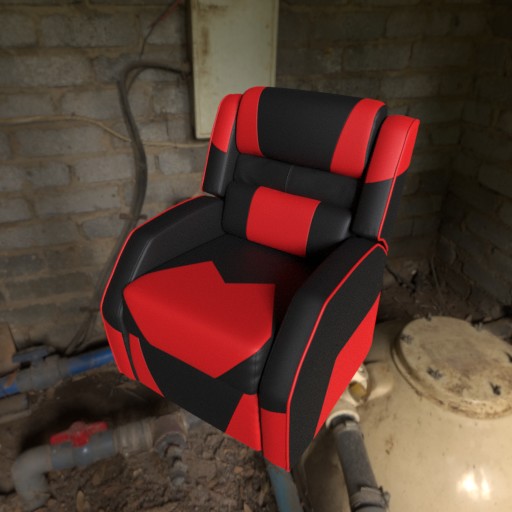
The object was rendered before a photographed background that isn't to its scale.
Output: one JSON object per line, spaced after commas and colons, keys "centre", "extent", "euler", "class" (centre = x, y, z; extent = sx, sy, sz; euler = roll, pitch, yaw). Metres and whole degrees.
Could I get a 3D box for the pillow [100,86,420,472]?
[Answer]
{"centre": [0.000, 0.000, 1.265], "extent": [0.620, 0.805, 0.672], "euler": [19, 36, 28], "class": "pillow"}
